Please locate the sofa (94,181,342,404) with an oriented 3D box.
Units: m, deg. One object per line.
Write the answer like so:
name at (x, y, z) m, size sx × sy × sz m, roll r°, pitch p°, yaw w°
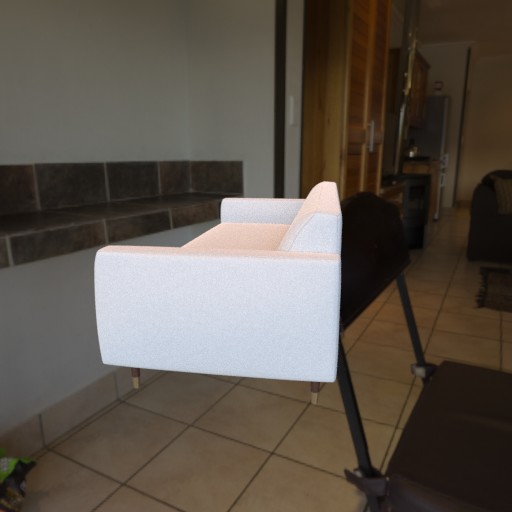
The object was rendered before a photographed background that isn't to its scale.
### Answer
sofa at (0.000, 0.000, 2.778) m, size 0.990 × 0.821 × 2.291 m, roll 2°, pitch 13°, yaw 9°
